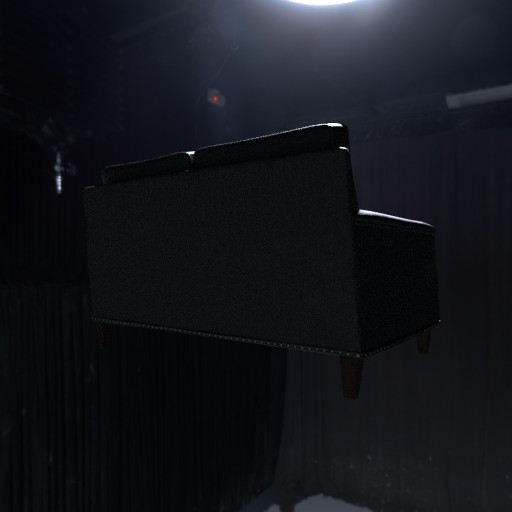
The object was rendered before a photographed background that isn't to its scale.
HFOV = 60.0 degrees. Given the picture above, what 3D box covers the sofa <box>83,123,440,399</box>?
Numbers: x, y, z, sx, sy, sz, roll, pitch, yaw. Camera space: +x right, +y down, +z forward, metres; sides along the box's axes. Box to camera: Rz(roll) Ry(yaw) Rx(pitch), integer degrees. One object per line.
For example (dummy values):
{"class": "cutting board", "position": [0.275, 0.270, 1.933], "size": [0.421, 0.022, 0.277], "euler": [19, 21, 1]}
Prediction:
{"class": "sofa", "position": [0.000, 0.000, 2.318], "size": [1.597, 1.003, 1.084], "euler": [0, 0, 36]}
